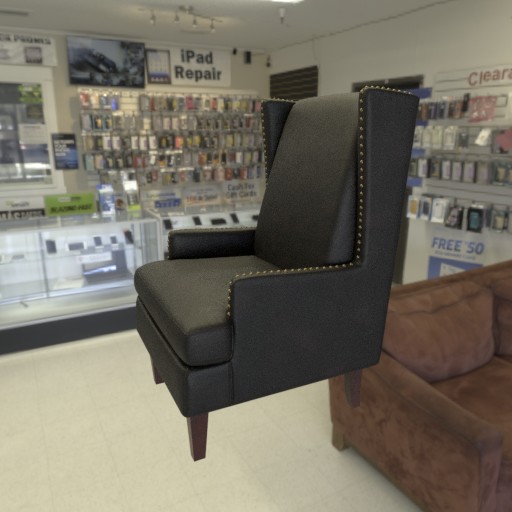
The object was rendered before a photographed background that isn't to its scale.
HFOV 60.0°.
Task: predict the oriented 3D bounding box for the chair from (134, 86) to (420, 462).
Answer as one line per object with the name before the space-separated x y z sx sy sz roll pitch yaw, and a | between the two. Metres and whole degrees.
chair | 0.000 0.000 1.631 0.799 1.142 0.703 -8 18 -25
